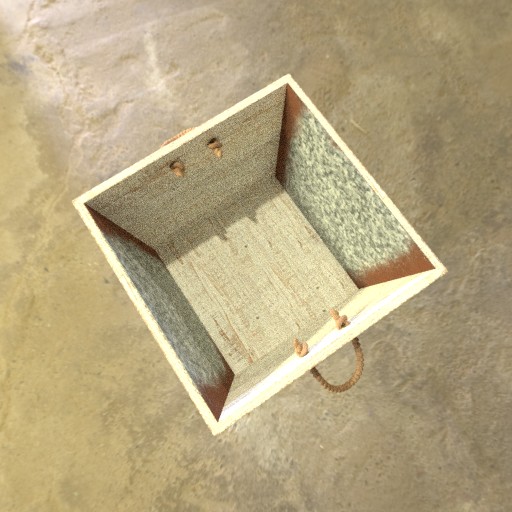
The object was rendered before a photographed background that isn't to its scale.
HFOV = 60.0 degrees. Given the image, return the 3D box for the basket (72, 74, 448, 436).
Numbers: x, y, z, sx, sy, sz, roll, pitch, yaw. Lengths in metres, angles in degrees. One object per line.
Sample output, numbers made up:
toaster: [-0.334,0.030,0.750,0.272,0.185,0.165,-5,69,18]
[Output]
basket: [0.000,0.000,0.793,0.413,0.247,0.545,-33,78,-8]
